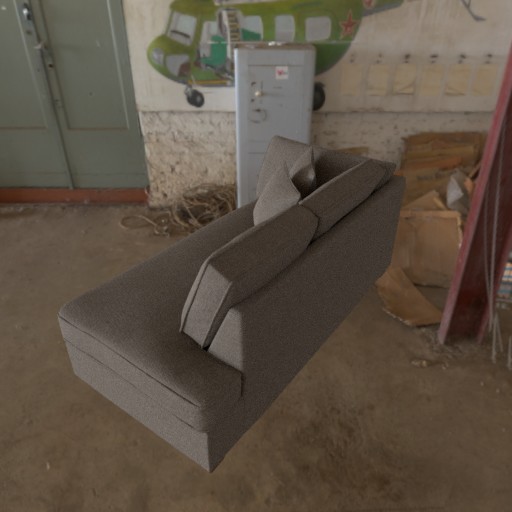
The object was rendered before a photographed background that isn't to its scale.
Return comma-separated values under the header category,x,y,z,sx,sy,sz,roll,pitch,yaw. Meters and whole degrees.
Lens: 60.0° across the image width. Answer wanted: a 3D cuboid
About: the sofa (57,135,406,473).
category,x,y,z,sx,sy,sz,roll,pitch,yaw
sofa,0.000,0.000,2.842,1.110,1.033,2.237,21,37,30
